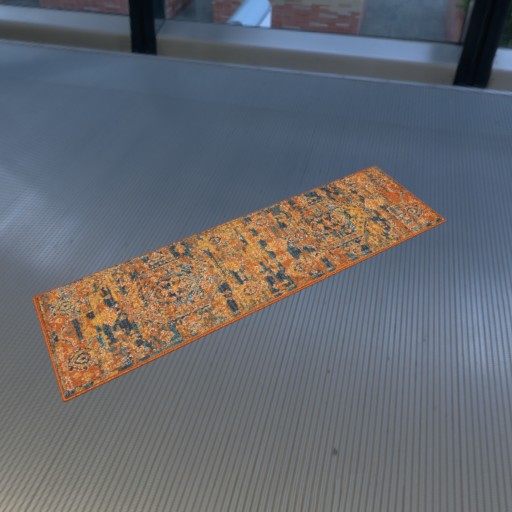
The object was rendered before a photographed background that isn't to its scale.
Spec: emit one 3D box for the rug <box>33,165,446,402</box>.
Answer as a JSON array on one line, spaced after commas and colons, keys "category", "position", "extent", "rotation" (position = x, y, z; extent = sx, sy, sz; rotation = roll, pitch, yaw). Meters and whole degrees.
[{"category": "rug", "position": [0.000, 0.000, 2.466], "extent": [2.274, 0.016, 0.651], "rotation": [-23, 51, -20]}]
